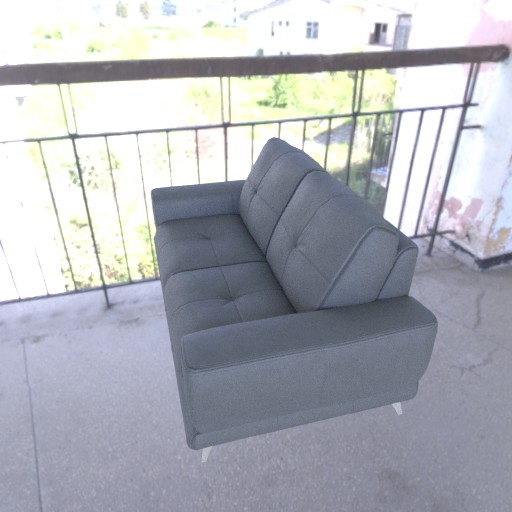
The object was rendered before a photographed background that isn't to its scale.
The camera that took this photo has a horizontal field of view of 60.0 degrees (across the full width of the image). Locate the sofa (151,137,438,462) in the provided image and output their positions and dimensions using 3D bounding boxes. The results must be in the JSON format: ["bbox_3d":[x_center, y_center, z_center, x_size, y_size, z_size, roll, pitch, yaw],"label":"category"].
[{"bbox_3d":[0.000,0.000,2.376,1.018,0.907,1.806,-8,31,-13],"label":"sofa"}]
